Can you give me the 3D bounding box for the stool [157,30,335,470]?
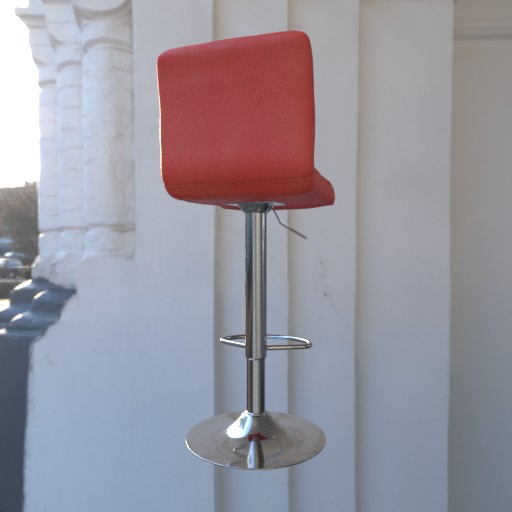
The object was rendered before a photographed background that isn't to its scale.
[{"bbox_3d":[0.000,0.000,1.358,0.430,1.115,0.505,0,0,17],"label":"stool"}]
